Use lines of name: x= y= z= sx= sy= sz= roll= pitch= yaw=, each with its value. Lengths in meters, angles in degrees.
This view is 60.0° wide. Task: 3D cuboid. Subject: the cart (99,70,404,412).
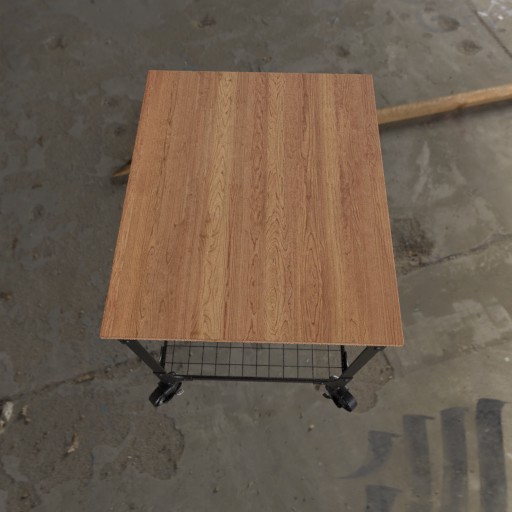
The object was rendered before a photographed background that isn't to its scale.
cart: x=0.000 y=0.000 z=1.099 sx=0.558 sy=0.603 sz=0.666 roll=1 pitch=64 yaw=1
